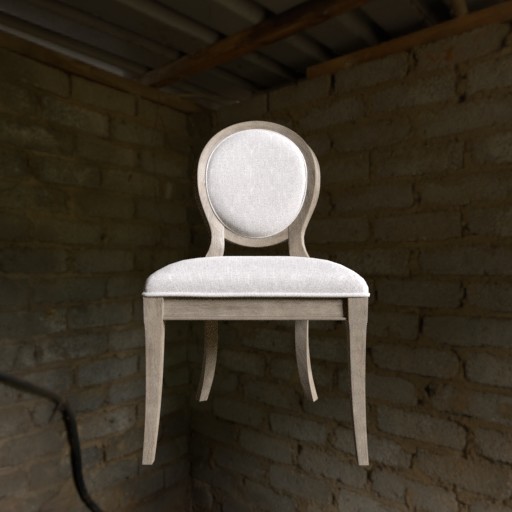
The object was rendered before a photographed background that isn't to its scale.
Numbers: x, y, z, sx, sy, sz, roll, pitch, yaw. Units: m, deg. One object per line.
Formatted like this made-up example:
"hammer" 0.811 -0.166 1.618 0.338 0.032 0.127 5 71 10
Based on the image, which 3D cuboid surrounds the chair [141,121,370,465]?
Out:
"chair" 0.000 0.000 1.348 0.558 0.990 0.602 0 -1 0
